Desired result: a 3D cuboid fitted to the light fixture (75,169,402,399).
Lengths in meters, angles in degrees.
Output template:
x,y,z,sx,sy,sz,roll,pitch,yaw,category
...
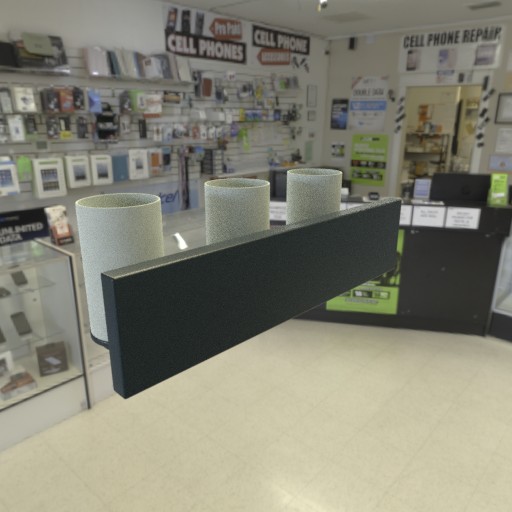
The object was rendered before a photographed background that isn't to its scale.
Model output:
x,y,z,sx,sy,sz,roll,pitch,yaw,category
0.000,0.000,0.543,0.145,0.172,0.451,16,24,42,light fixture
